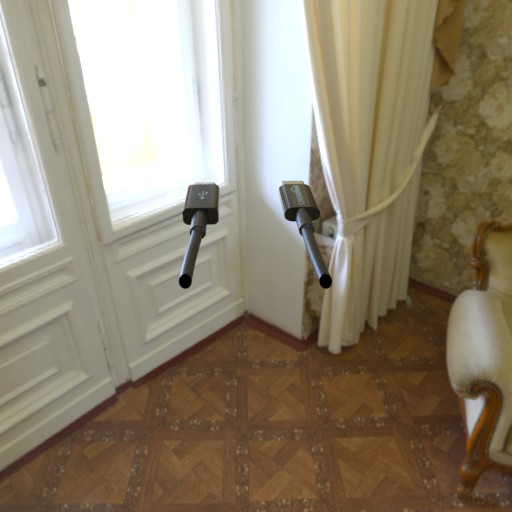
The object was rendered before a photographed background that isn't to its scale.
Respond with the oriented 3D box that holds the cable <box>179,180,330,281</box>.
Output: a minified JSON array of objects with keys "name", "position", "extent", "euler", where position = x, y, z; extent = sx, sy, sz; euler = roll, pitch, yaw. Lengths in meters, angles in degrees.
[{"name":"cable","position":[0.000,0.000,0.110],"extent":[0.040,0.006,0.098],"euler":[-1,30,-3]}]
